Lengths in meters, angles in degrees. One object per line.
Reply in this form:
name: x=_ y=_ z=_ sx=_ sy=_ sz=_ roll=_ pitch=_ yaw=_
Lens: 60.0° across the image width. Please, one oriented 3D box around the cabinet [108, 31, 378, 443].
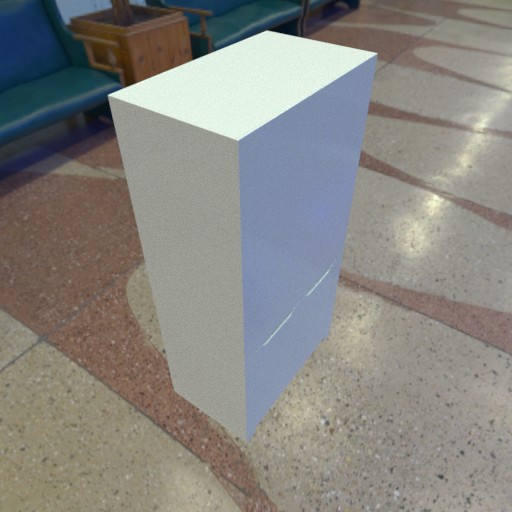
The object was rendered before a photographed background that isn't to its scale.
cabinet: x=0.000 y=0.000 z=2.366 sx=0.580 sy=1.920 sz=0.980 roll=26 pitch=48 yaw=26
